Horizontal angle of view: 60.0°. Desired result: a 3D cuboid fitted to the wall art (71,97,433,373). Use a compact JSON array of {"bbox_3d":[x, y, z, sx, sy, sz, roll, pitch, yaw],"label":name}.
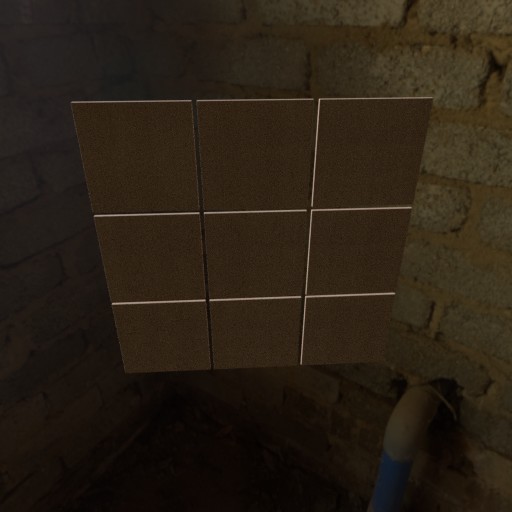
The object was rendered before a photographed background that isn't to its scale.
[{"bbox_3d":[0.000,0.000,1.799,1.219,1.218,0.013,-2,30,-3],"label":"wall art"}]
